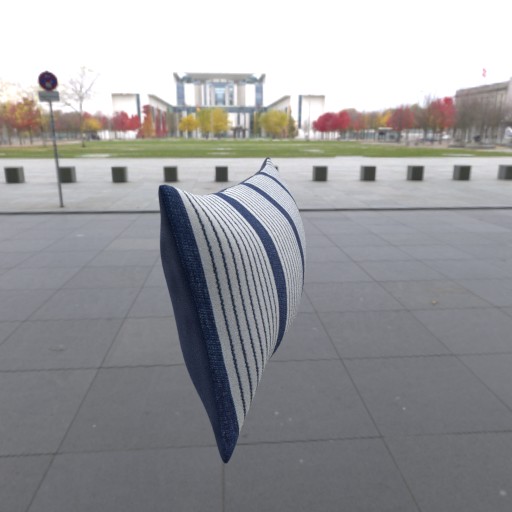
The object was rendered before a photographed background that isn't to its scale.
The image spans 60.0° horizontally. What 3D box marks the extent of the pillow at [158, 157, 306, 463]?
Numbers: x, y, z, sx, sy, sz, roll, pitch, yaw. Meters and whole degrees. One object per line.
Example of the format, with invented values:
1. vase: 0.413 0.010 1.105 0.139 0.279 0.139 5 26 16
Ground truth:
1. pillow: 0.000 0.000 0.720 0.156 0.292 0.608 3 16 10
